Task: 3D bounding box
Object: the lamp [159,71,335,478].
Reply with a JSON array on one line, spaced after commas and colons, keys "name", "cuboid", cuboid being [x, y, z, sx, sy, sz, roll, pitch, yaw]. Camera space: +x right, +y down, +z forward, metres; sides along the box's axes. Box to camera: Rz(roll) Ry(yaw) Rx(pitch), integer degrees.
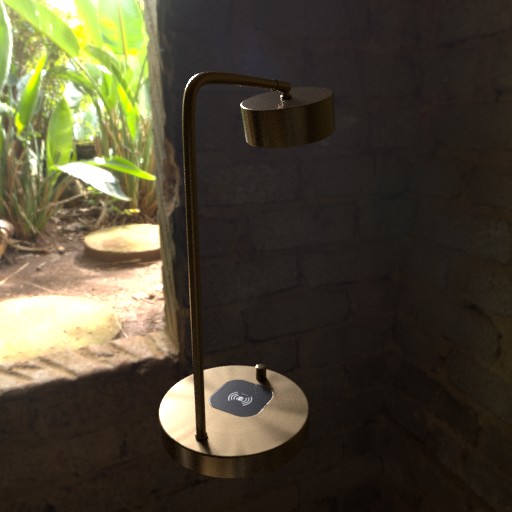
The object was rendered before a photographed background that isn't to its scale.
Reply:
[{"name": "lamp", "cuboid": [0.000, 0.000, 0.503, 0.171, 0.380, 0.270, 9, 19, 28]}]
